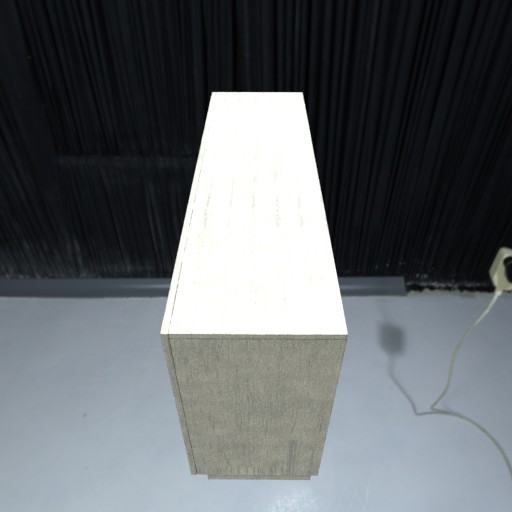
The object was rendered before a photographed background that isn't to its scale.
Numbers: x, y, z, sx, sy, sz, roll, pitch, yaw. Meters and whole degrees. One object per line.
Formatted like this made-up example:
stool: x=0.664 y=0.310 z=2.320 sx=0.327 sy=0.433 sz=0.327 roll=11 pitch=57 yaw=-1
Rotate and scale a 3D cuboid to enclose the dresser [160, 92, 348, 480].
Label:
dresser: x=0.000 y=0.000 z=2.037 sx=0.483 sy=0.889 sz=1.628 roll=0 pitch=41 yaw=0
